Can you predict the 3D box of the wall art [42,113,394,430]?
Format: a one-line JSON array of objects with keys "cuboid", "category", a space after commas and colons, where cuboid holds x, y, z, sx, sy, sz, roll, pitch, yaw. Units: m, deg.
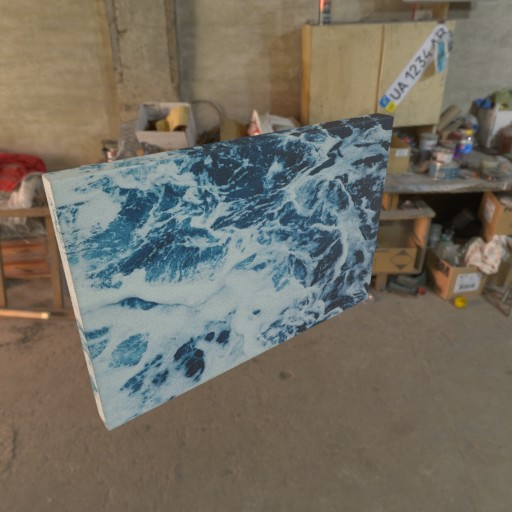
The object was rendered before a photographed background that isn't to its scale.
[{"cuboid": [0.000, 0.000, 0.768, 0.609, 0.407, 0.043, -20, 34, -32], "category": "wall art"}]
